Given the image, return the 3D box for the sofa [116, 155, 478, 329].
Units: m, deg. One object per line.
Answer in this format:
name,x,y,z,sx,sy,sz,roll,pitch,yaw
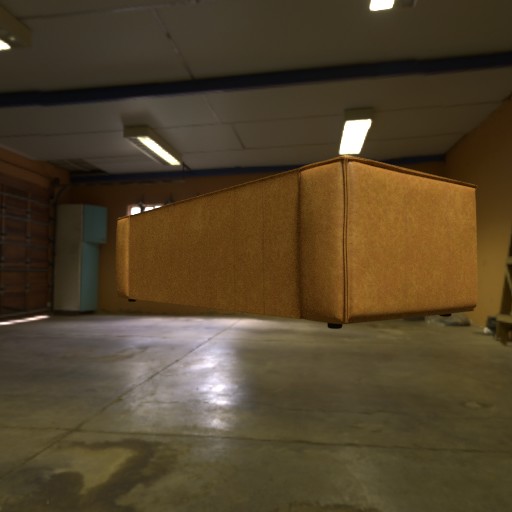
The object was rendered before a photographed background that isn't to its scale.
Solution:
sofa,0.000,0.000,3.029,1.102,0.701,2.581,2,-3,-37
